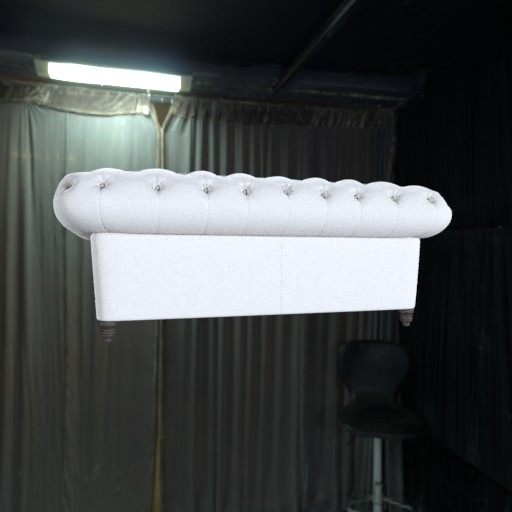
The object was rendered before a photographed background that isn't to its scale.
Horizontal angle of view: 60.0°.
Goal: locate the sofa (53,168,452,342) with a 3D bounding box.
[{"bbox_3d":[0.000,0.000,2.456,1.998,0.764,0.986,0,0,-17],"label":"sofa"}]
